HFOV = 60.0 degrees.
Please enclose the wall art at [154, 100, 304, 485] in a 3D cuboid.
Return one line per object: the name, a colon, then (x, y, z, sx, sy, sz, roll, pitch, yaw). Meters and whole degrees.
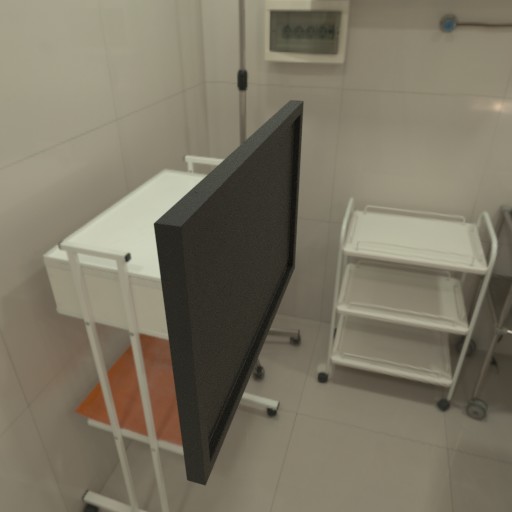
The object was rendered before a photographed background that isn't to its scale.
wall art: (0.000, 0.000, 0.571, 0.021, 0.301, 0.443, 8, 32, 14)
